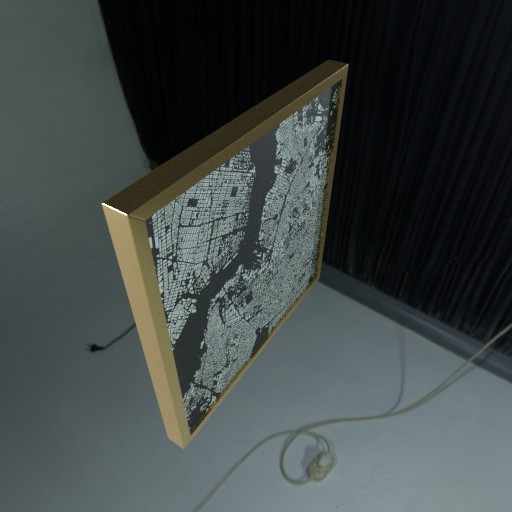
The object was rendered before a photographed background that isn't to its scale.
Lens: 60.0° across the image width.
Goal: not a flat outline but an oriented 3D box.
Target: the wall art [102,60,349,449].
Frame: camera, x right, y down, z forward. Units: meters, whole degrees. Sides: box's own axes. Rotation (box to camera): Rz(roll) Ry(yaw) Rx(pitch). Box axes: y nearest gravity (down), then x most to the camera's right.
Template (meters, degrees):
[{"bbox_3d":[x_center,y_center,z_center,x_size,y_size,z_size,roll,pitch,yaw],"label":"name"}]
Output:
[{"bbox_3d":[0.000,0.000,0.460,0.023,0.305,0.305,24,47,24],"label":"wall art"}]
